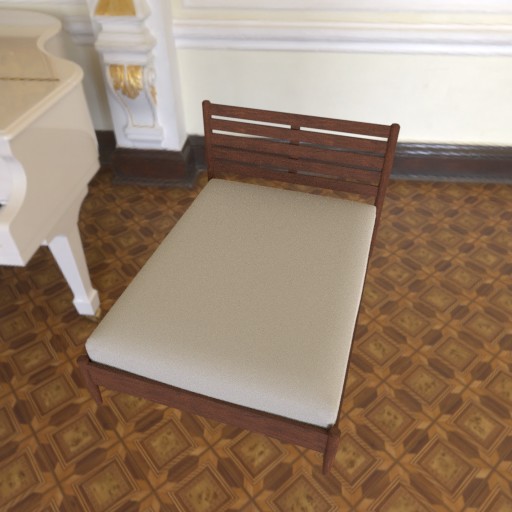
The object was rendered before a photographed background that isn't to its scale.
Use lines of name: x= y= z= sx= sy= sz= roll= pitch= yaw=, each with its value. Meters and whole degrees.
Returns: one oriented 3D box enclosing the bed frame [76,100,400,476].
bed frame: x=0.000 y=0.000 z=3.250 sx=1.655 sy=1.321 sz=2.234 roll=12 pitch=42 yaw=13
